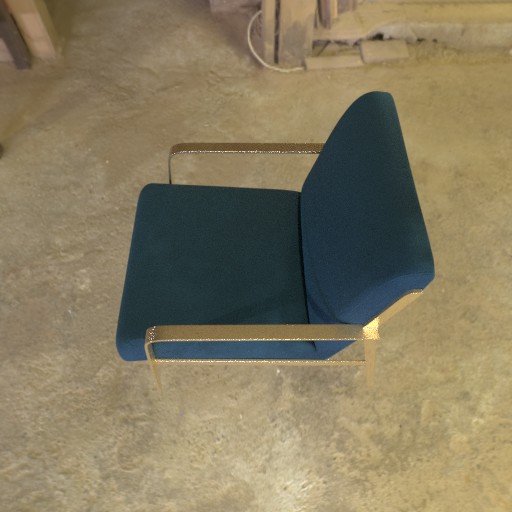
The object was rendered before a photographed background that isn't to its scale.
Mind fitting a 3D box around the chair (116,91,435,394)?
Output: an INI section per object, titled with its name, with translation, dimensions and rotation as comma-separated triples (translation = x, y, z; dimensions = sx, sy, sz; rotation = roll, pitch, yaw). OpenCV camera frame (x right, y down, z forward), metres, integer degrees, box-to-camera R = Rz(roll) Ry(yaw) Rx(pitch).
[chair]
translation = 0.000, 0.000, 1.442
dimensions = 0.859, 0.831, 0.692
rotation = 0, 59, 0
